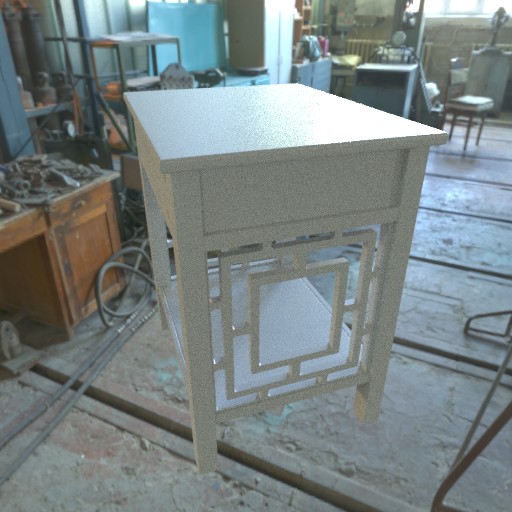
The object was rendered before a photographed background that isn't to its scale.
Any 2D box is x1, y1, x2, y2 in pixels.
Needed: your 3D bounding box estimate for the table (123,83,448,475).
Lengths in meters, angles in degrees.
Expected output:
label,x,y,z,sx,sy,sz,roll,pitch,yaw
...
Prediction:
label,x,y,z,sx,sy,sz,roll,pitch,yaw
table,0.000,0.000,1.004,0.451,0.646,0.564,-10,30,-17
